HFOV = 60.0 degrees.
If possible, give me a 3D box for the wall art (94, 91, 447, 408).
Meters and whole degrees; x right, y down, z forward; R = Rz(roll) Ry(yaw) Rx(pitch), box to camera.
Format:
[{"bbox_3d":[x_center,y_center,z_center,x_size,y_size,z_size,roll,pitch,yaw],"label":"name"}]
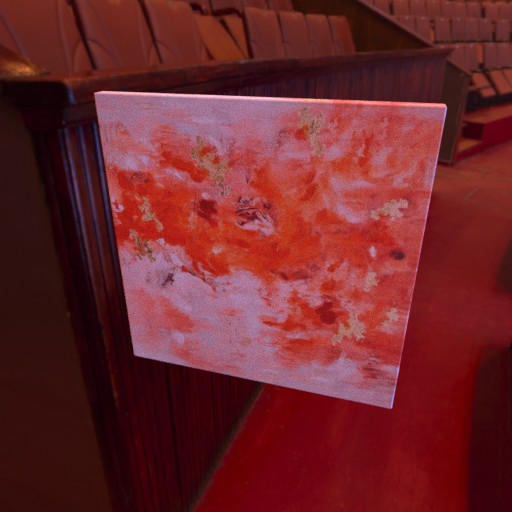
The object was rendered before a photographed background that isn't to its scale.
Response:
[{"bbox_3d":[0.000,0.000,1.097,0.747,0.746,0.064,8,27,15],"label":"wall art"}]
